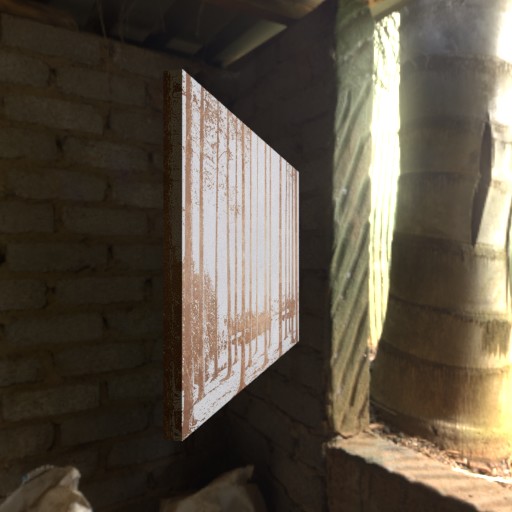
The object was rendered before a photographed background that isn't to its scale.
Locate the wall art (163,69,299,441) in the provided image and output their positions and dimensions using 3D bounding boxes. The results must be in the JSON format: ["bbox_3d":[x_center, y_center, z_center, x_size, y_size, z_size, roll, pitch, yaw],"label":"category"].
[{"bbox_3d":[0.000,0.000,1.164,0.035,0.609,0.914,0,0,17],"label":"wall art"}]
